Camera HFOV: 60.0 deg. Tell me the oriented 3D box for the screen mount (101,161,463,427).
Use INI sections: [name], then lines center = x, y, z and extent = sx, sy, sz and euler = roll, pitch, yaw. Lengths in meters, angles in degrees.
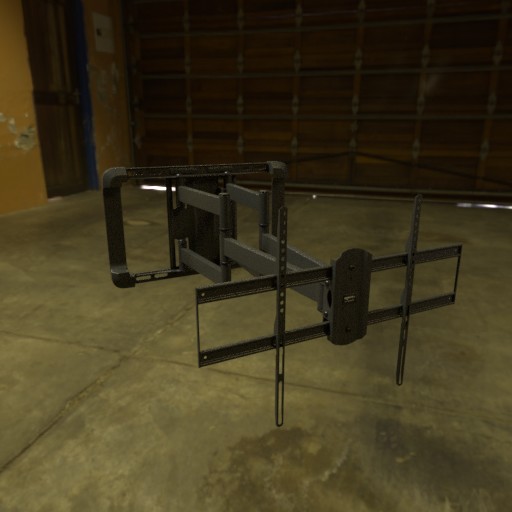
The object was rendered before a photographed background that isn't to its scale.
[screen mount]
center = 0.000, 0.000, 1.342
extent = 0.725, 0.483, 0.905
euler = -8, 18, -26
